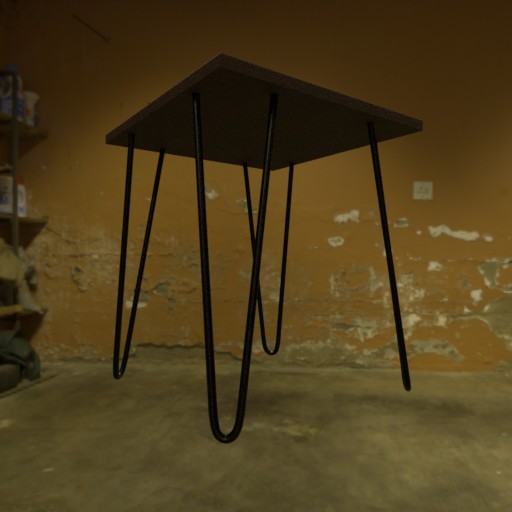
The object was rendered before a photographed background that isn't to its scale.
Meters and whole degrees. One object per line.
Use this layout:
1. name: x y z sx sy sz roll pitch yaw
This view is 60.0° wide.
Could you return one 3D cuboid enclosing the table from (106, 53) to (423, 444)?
1. table: 0.000 0.000 0.965 0.495 0.559 0.495 1 -1 -37
